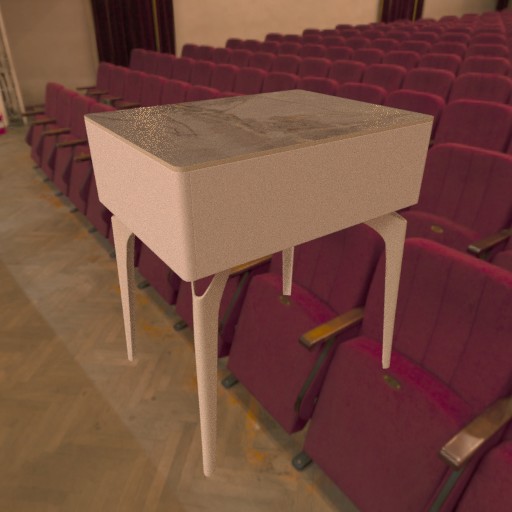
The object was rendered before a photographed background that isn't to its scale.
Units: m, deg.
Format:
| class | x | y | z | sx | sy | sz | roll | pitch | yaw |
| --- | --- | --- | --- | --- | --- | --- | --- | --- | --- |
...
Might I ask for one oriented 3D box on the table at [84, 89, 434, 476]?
| class | x | y | z | sx | sy | sz | roll | pitch | yaw |
| --- | --- | --- | --- | --- | --- | --- | --- | --- | --- |
| table | 0.000 | 0.000 | 0.922 | 0.500 | 0.570 | 0.400 | -19 | 34 | -30 |
